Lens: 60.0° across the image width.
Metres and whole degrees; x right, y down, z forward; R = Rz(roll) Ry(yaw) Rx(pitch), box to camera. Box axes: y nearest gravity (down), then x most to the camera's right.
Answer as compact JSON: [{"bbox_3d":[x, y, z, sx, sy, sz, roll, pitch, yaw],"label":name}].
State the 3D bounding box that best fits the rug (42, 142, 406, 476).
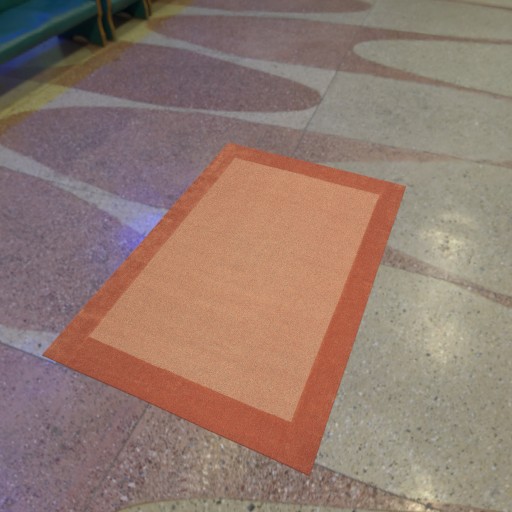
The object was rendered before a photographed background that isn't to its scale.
[{"bbox_3d":[0.000,0.000,2.323,1.219,0.014,1.829,18,49,16],"label":"rug"}]
